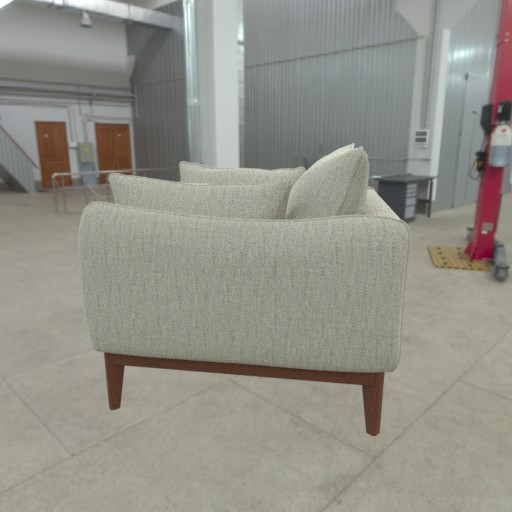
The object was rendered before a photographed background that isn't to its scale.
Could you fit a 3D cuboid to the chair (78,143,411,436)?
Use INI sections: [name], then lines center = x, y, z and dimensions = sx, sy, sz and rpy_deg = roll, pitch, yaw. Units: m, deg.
[chair]
center = 0.000, 0.000, 1.733
dimensions = 0.991, 0.855, 0.994
rpy_deg = 2, 15, 9
